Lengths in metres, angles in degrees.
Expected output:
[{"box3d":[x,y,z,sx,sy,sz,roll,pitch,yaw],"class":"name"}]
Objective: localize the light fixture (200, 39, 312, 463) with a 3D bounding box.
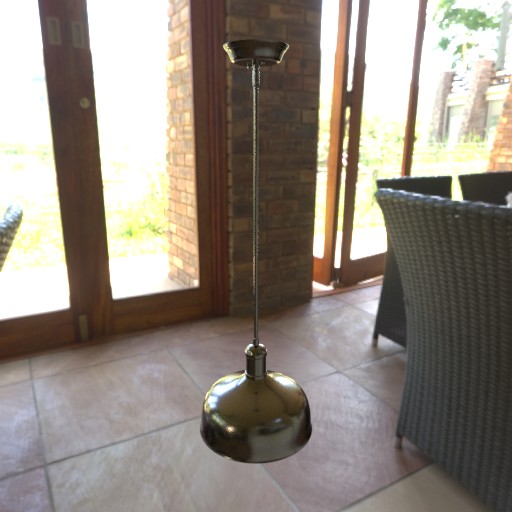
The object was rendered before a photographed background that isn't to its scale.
[{"box3d":[0.000,0.000,1.075,0.299,0.935,0.299,-7,16,-26],"class":"light fixture"}]
